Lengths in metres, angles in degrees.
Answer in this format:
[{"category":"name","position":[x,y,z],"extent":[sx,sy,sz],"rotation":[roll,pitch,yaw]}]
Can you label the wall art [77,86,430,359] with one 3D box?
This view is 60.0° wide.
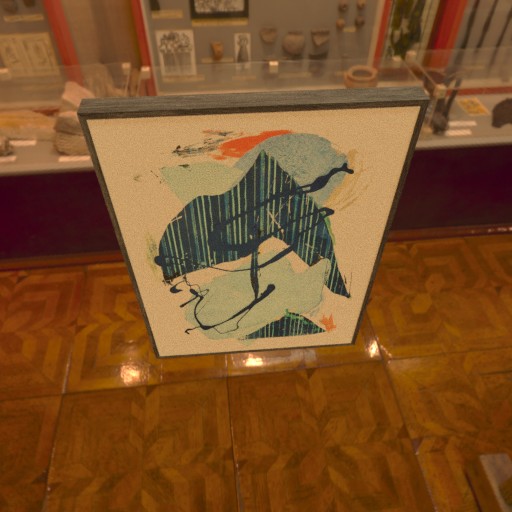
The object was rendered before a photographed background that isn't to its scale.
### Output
[{"category":"wall art","position":[0.000,0.000,1.346],"extent":[0.762,1.016,0.063],"rotation":[-3,47,-3]}]
